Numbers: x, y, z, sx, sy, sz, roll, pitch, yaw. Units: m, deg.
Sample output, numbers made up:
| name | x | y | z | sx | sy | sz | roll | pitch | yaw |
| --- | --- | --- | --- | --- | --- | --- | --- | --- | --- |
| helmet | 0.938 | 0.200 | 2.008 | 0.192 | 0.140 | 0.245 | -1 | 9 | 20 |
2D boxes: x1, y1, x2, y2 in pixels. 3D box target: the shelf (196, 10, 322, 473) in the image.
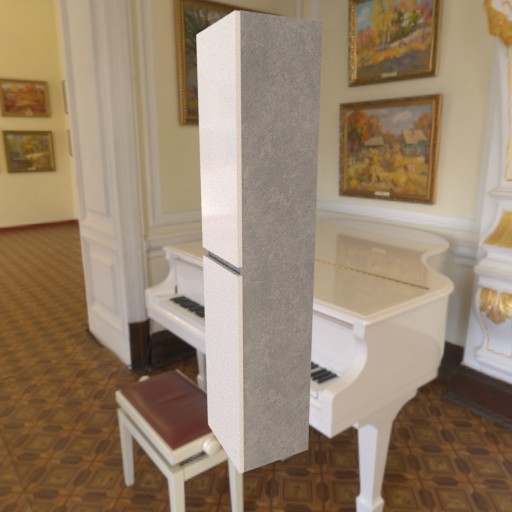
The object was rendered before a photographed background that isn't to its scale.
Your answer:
| name | x | y | z | sx | sy | sz | roll | pitch | yaw |
| --- | --- | --- | --- | --- | --- | --- | --- | --- | --- |
| shelf | 0.000 | 0.000 | 1.495 | 0.270 | 1.400 | 0.300 | -7 | 16 | -26 |
